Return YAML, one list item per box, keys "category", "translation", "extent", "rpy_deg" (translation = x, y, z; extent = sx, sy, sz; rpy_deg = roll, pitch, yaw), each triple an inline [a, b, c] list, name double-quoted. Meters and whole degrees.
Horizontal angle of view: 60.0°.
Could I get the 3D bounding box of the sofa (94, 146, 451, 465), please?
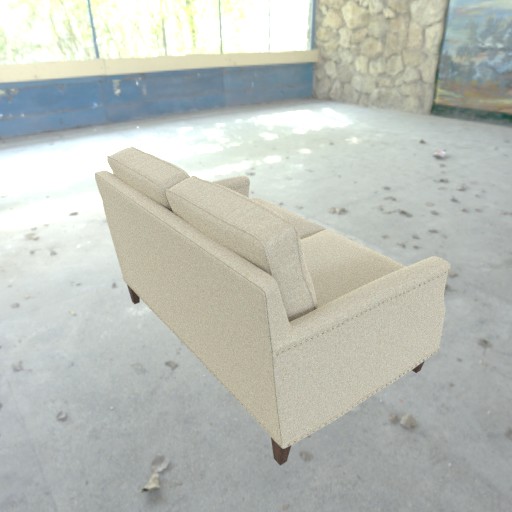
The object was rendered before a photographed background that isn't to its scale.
- category: "sofa"
  translation: [0.000, 0.000, 2.280]
  extent: [1.084, 1.003, 1.597]
  rpy_deg: [-19, 33, -32]
